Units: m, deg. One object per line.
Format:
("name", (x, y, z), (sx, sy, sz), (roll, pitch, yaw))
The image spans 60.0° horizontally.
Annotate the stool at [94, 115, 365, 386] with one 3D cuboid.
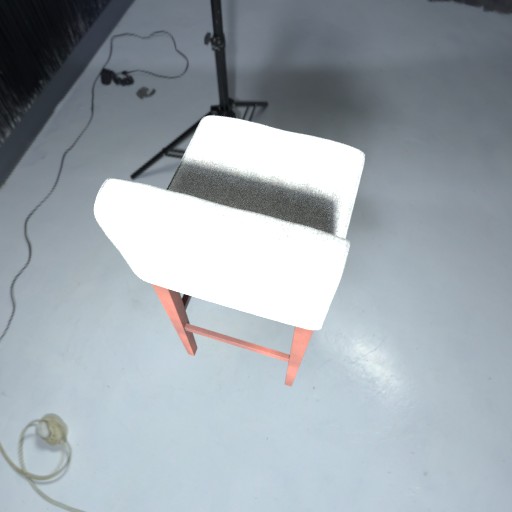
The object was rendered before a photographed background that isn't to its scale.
("stool", (0.000, 0.000, 1.219), (0.426, 0.965, 0.499), (15, 62, 8))
